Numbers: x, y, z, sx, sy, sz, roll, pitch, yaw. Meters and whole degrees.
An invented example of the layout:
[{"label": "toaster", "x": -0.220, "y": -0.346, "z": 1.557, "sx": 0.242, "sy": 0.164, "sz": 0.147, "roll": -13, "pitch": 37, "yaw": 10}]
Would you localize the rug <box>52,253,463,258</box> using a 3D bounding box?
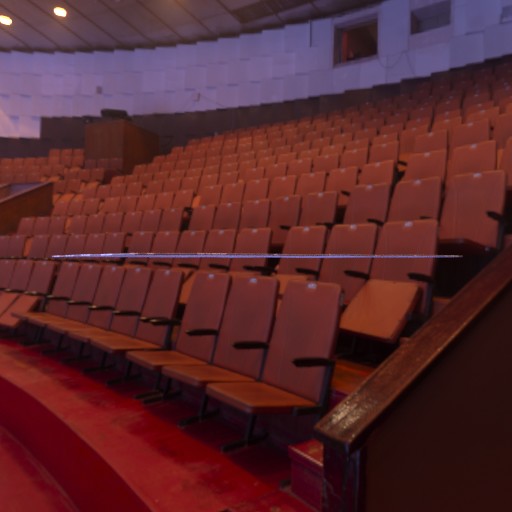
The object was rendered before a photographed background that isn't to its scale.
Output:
[{"label": "rug", "x": 0.000, "y": 0.000, "z": 4.507, "sx": 3.419, "sy": 0.020, "sz": 2.441, "roll": 0, "pitch": -1, "yaw": -35}]
